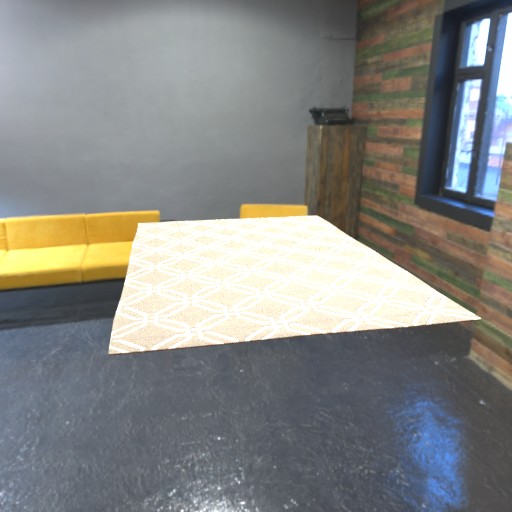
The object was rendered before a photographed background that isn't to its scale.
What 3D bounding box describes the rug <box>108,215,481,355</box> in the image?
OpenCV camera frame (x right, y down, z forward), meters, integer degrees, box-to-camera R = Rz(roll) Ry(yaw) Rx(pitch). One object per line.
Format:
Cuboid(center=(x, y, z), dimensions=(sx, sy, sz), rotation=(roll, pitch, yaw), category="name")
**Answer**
Cuboid(center=(0.000, 0.000, 2.716), dimensions=(1.524, 0.013, 2.135), rotation=(-3, 18, -11), category="rug")
